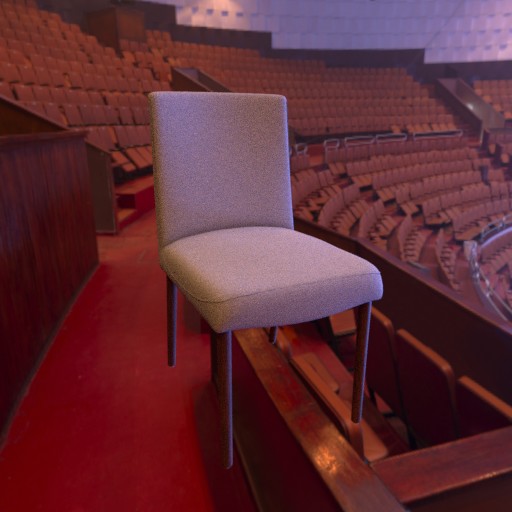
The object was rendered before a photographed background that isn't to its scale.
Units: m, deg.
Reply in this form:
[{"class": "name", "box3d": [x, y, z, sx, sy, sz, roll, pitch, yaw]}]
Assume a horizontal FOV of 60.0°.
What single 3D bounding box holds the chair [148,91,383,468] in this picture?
[{"class": "chair", "box3d": [0.000, 0.000, 1.202, 0.456, 0.859, 0.570, -8, 19, -24]}]
